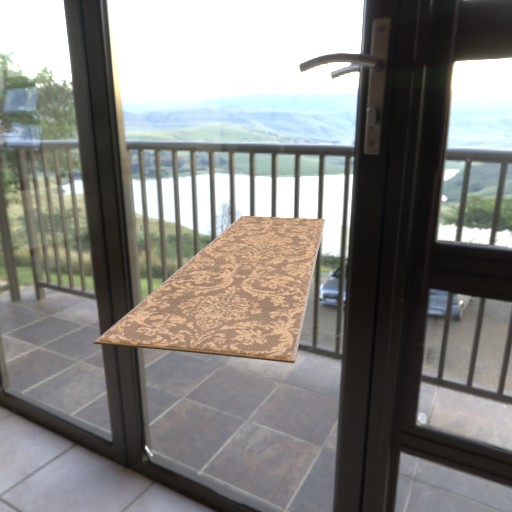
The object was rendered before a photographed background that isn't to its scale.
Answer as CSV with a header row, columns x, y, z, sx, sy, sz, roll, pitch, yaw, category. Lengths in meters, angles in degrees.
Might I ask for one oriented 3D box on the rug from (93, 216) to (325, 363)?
x,y,z,sx,sy,sz,roll,pitch,yaw,category
0.000,0.000,2.422,0.662,0.011,2.196,3,16,10,rug
